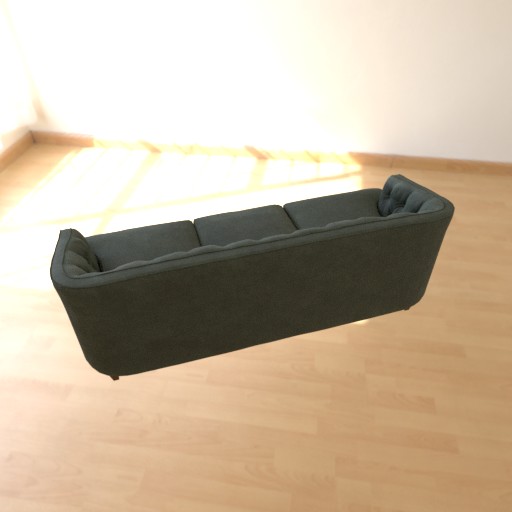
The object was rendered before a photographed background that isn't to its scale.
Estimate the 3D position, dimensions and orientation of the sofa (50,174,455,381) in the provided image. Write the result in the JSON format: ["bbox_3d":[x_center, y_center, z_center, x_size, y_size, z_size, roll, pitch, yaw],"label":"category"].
[{"bbox_3d":[0.000,0.000,2.825,2.278,0.855,0.941,-11,41,-13],"label":"sofa"}]
